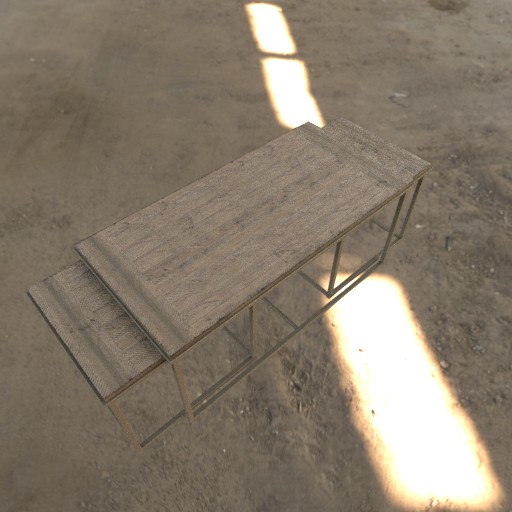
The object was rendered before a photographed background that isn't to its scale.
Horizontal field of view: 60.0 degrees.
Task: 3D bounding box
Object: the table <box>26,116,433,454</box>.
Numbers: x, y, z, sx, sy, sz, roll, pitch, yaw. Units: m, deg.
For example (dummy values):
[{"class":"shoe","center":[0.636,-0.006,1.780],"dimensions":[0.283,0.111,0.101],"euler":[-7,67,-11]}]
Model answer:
[{"class":"table","center":[0.000,0.000,1.521],"dimensions":[1.312,0.427,0.489],"euler":[-34,57,-26]}]
